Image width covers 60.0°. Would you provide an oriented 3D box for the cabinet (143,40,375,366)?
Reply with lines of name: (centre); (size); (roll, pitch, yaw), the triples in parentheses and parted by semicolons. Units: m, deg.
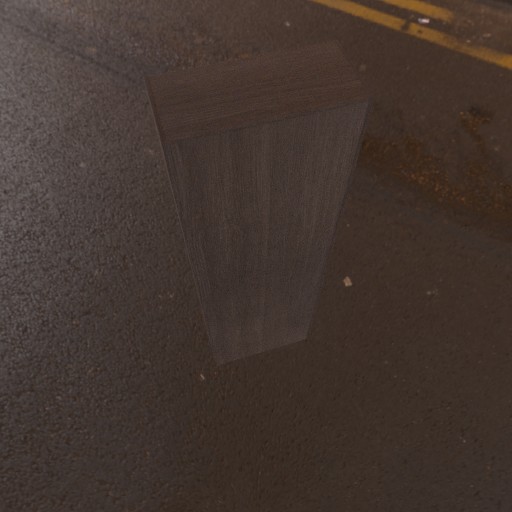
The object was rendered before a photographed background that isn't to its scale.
cabinet: (0.000, 0.000, 1.783); (0.520, 1.630, 0.255); (-15, 60, -9)
